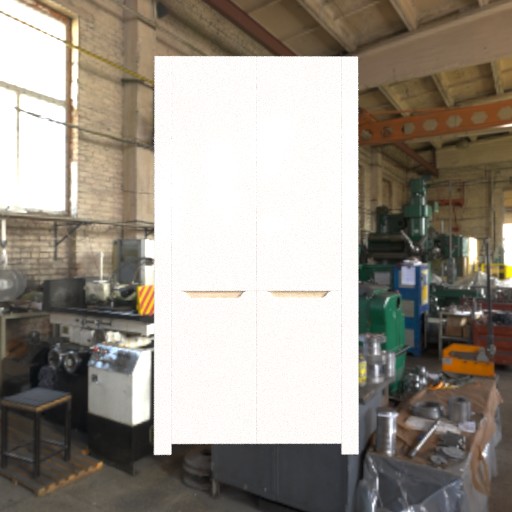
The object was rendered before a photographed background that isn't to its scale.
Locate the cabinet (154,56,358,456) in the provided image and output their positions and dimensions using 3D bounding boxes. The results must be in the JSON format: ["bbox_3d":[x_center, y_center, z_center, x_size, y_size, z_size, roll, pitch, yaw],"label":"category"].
[{"bbox_3d":[0.000,0.000,2.419,0.980,1.920,0.580,0,0,0],"label":"cabinet"}]
